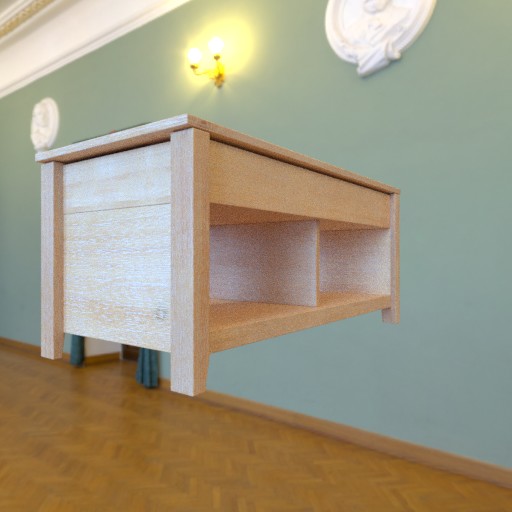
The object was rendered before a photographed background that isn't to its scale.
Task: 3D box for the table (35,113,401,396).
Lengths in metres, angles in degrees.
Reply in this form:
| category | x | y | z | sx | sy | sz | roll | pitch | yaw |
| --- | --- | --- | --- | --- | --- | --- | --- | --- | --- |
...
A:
| category | x | y | z | sx | sy | sz | roll | pitch | yaw |
| --- | --- | --- | --- | --- | --- | --- | --- | --- | --- |
| table | 0.000 | 0.000 | 1.260 | 0.483 | 0.457 | 1.016 | 0 | 0 | 37 |
